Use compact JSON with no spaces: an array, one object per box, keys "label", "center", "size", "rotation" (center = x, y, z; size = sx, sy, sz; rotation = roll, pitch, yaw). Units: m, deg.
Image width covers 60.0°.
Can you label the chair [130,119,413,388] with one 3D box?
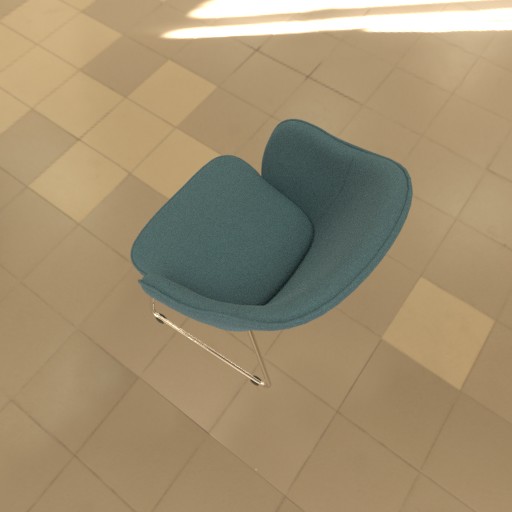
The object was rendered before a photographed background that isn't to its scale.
[{"label":"chair","center":[0.000,0.000,1.205],"size":[0.585,0.815,0.570],"rotation":[33,69,15]}]
